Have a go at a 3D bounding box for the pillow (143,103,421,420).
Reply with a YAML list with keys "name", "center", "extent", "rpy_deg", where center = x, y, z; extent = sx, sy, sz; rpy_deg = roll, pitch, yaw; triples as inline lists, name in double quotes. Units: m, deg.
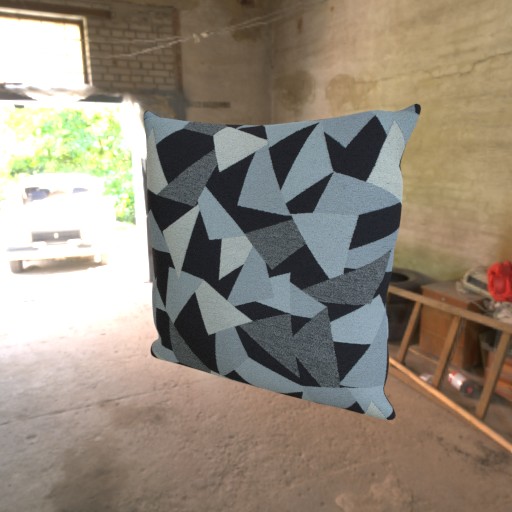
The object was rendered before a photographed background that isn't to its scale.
- name: "pillow"
  center: [0.000, 0.000, 0.767]
  extent: [0.503, 0.496, 0.208]
  rpy_deg: [7, 15, 27]
